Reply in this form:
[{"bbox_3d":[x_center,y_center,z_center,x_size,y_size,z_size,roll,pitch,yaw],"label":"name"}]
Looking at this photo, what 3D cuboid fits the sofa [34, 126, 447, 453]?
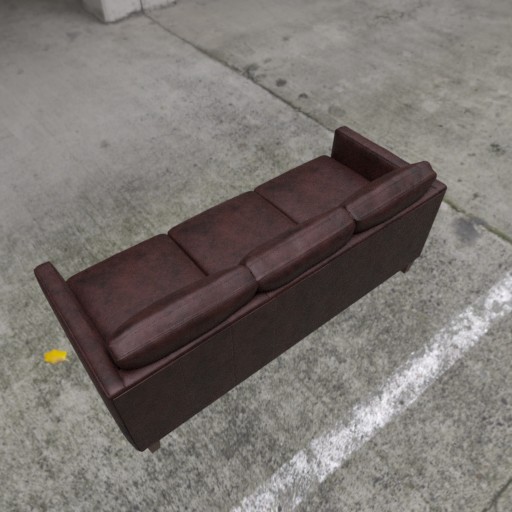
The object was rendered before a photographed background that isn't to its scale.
[{"bbox_3d":[0.000,0.000,2.940,2.464,1.006,1.045,-30,54,-25],"label":"sofa"}]
